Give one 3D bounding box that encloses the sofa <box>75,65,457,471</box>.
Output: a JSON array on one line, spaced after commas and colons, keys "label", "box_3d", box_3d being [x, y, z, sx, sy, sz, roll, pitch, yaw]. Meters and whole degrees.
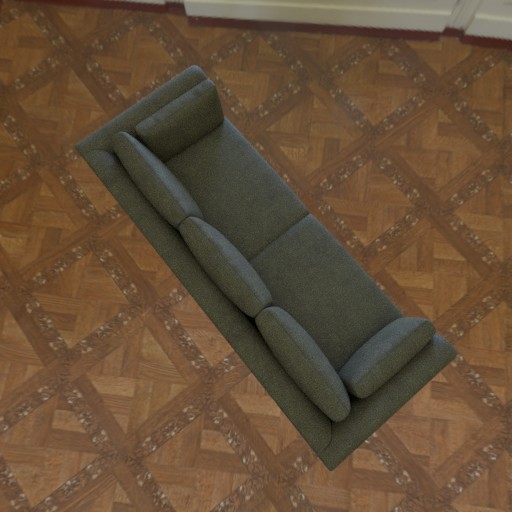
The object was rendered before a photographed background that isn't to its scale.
[{"label": "sofa", "box_3d": [0.000, 0.000, 2.905, 0.969, 0.867, 2.415, -38, 79, -9]}]
